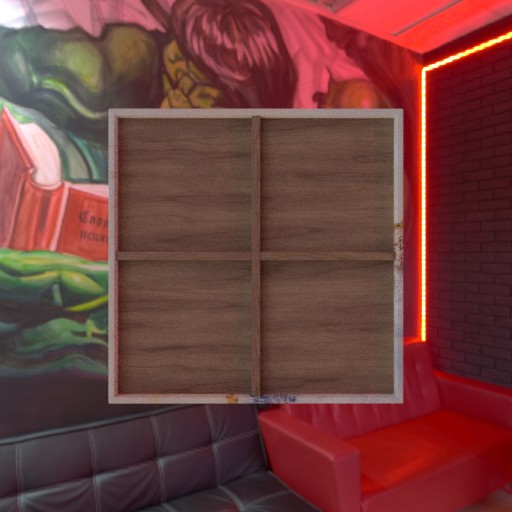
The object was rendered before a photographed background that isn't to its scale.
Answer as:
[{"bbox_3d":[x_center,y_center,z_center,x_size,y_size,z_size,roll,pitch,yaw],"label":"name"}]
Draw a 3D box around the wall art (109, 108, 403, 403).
[{"bbox_3d":[0.000,0.000,1.627,1.061,1.061,0.071,0,0,0],"label":"wall art"}]
